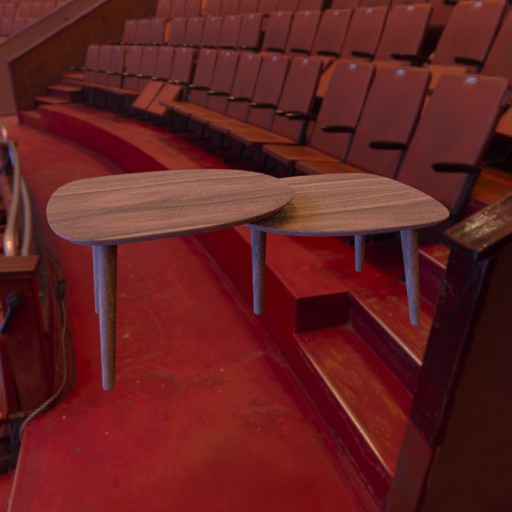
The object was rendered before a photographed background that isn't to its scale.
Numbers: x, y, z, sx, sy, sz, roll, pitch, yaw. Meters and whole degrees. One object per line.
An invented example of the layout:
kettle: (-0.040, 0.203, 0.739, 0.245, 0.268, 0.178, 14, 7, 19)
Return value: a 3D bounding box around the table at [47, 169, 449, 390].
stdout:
table: (0.000, 0.000, 1.335, 1.084, 0.429, 0.527, -8, 26, -16)
